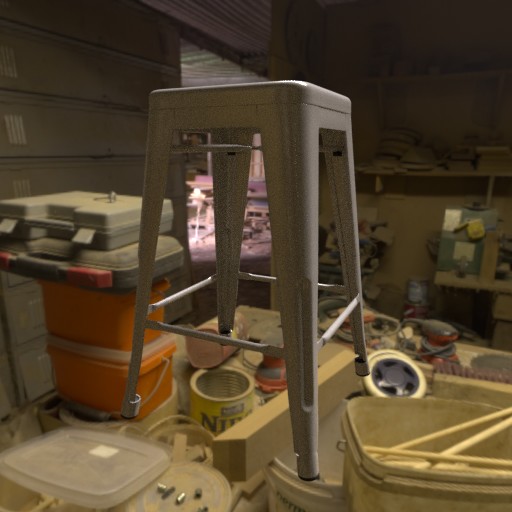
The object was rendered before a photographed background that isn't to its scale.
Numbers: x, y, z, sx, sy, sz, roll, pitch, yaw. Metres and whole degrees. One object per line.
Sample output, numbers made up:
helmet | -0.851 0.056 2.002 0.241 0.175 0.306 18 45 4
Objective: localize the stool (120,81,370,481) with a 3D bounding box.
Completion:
stool | 0.000 0.000 0.885 0.406 0.610 0.406 7 15 26
